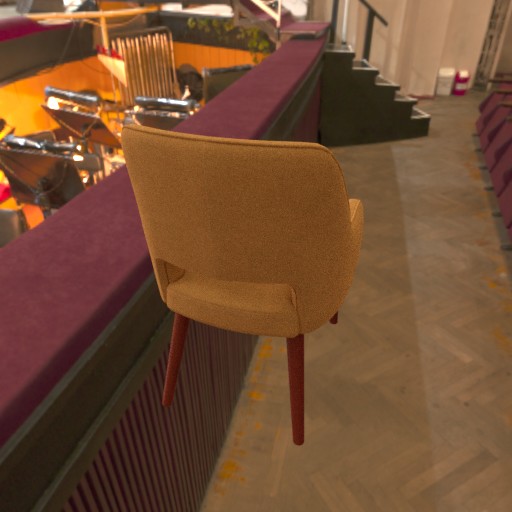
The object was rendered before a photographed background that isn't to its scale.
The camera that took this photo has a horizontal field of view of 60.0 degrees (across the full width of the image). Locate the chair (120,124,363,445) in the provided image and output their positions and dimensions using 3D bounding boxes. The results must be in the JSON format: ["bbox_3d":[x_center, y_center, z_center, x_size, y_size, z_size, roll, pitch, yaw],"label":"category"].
[{"bbox_3d":[0.000,0.000,1.241,0.548,0.849,0.605,10,34,15],"label":"chair"}]
